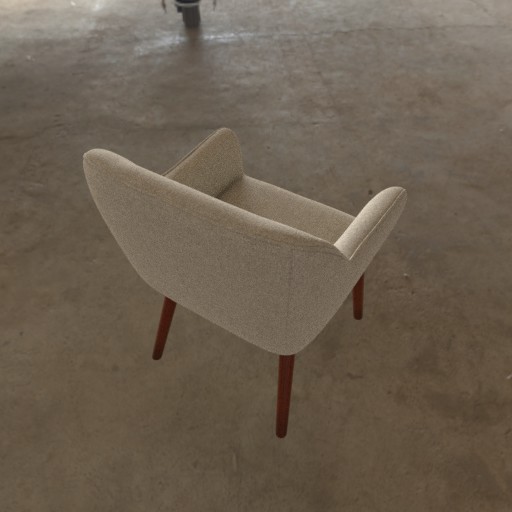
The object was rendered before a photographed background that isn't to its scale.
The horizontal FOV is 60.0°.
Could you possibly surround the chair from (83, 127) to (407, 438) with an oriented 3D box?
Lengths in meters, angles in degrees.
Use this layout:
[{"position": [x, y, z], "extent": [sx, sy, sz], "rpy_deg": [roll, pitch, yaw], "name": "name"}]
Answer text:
[{"position": [0.000, 0.000, 1.243], "extent": [0.610, 0.813, 0.610], "rpy_deg": [25, 51, 22], "name": "chair"}]
